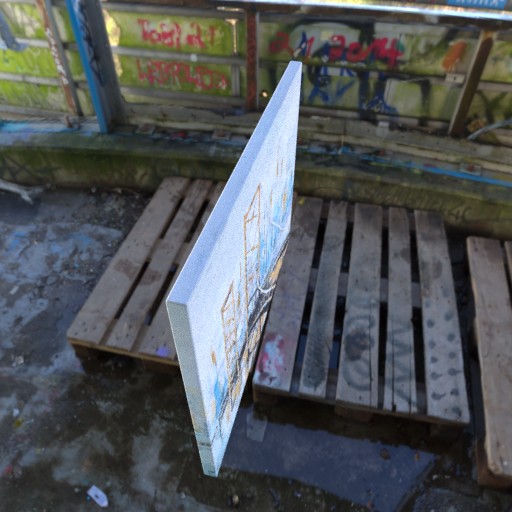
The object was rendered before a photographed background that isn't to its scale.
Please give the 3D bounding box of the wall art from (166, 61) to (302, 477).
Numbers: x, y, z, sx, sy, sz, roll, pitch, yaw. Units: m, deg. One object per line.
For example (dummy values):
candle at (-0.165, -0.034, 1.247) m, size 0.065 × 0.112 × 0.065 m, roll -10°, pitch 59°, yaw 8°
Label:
wall art at (0.000, 0.000, 1.321) m, size 0.038 × 0.762 × 1.016 m, roll 10°, pitch 46°, yaw 10°
